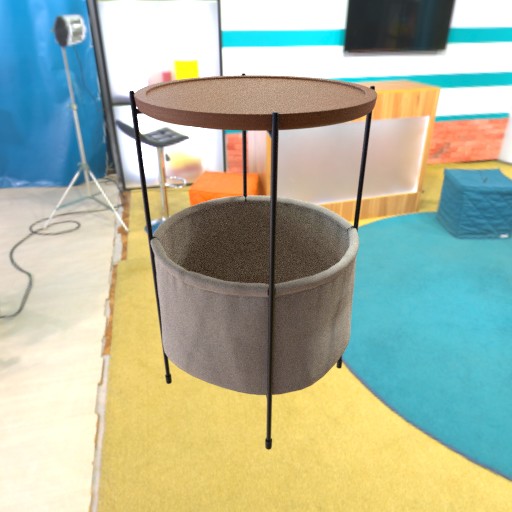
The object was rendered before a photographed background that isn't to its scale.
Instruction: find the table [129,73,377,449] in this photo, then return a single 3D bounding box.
[{"bbox_3d":[0.000,0.000,0.871,0.393,0.623,0.393,21,35,32],"label":"table"}]
